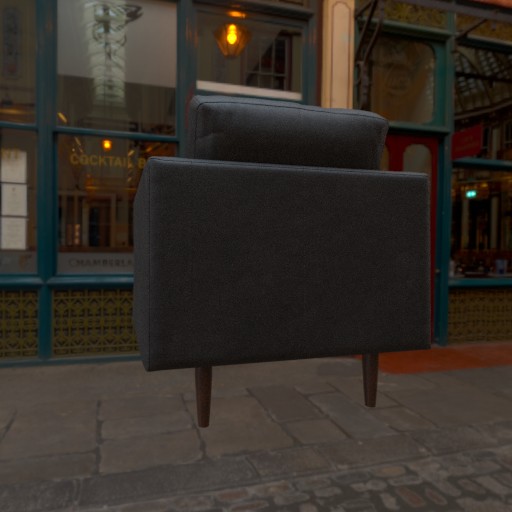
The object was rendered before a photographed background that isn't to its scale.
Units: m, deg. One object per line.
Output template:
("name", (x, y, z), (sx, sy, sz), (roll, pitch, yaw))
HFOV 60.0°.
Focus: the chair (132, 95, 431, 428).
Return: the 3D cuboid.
("chair", (0.000, 0.000, 1.585), (0.831, 0.898, 0.879), (0, 1, -17))
